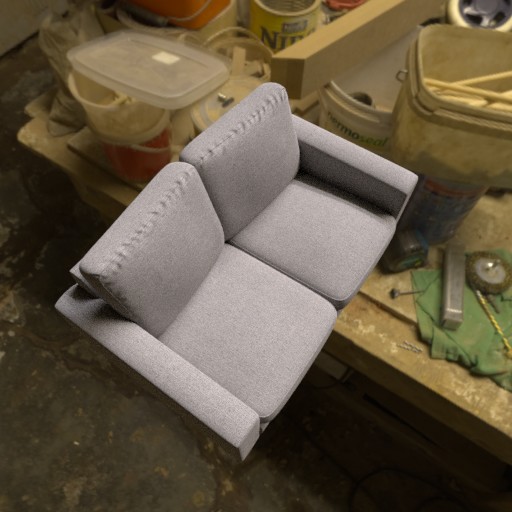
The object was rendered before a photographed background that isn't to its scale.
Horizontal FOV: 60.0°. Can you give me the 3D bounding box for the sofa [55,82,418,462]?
[{"bbox_3d":[0.000,0.000,1.993,0.917,0.873,1.420,31,65,17],"label":"sofa"}]
